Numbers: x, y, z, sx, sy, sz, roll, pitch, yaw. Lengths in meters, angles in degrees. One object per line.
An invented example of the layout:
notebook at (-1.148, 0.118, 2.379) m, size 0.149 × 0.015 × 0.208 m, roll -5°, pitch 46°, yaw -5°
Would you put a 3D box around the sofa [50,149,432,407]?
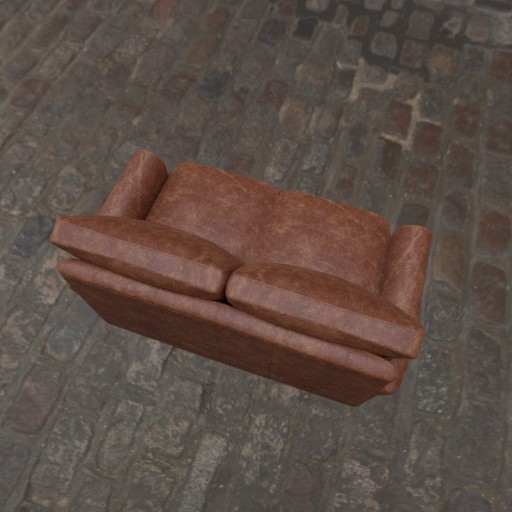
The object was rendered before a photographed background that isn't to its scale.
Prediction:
sofa at (0.000, 0.000, 2.231) m, size 1.616 × 0.967 × 0.990 m, roll 17°, pitch 65°, yaw 8°
